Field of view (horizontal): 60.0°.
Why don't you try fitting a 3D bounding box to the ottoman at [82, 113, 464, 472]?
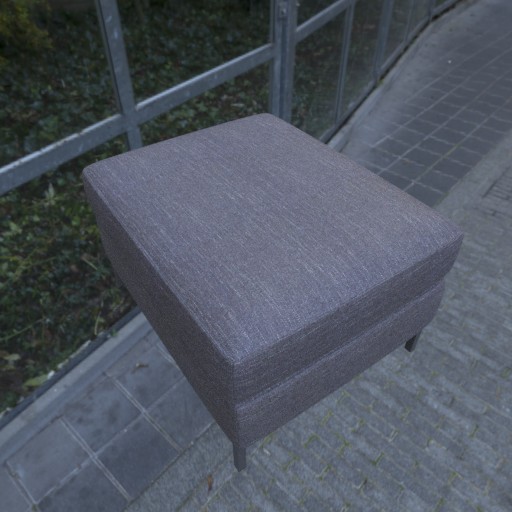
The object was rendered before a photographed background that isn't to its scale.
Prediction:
[{"bbox_3d":[0.000,0.000,1.249,0.671,0.490,0.820,-25,47,-25],"label":"ottoman"}]
